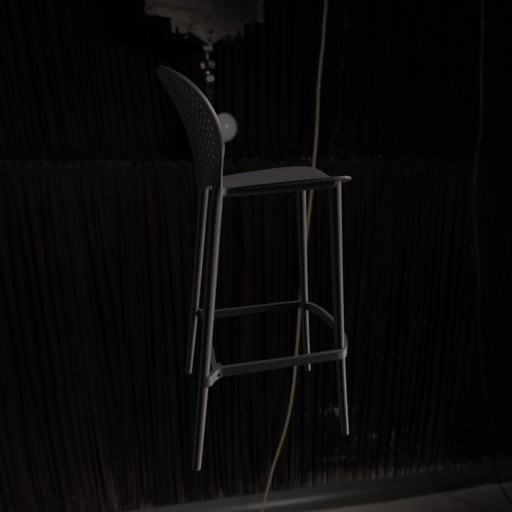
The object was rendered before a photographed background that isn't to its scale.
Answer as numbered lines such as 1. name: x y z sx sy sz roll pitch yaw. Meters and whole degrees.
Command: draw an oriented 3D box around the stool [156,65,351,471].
1. stool: 0.000 0.000 1.351 0.535 1.045 0.536 -3 16 -10
